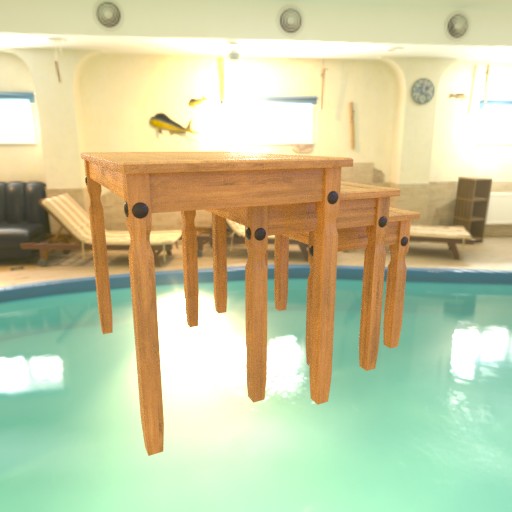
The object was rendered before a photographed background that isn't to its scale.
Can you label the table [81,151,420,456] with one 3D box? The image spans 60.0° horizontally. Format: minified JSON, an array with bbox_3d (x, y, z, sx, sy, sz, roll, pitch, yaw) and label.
[{"bbox_3d":[0.000,0.000,1.190,0.773,0.535,0.660,-7,16,-25],"label":"table"}]
